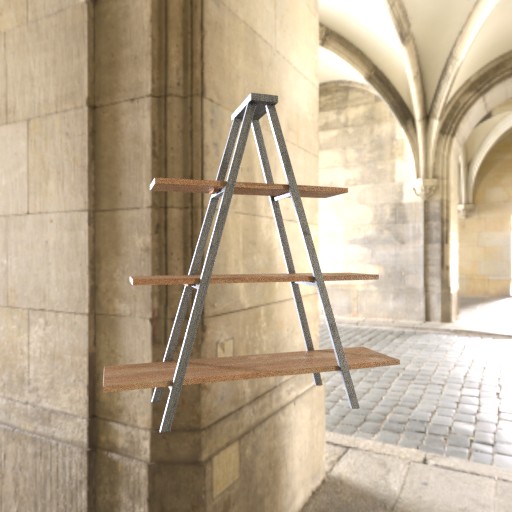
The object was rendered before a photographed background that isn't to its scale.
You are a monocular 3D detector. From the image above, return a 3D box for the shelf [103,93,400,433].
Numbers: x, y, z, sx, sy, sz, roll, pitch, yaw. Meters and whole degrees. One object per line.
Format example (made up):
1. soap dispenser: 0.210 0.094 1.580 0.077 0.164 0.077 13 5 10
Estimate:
1. shelf: 0.000 0.000 2.682 1.746 1.808 0.508 0 0 -18
